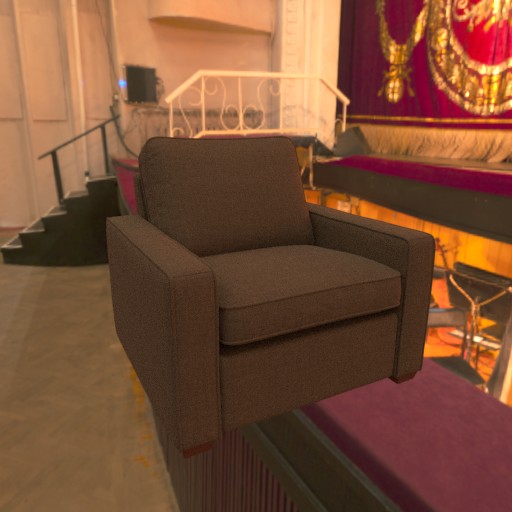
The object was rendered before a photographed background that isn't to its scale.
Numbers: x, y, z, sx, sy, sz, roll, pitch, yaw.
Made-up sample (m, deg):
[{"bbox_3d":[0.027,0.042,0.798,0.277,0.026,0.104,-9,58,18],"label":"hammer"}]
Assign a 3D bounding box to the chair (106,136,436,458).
[{"bbox_3d":[0.000,0.000,1.772,1.017,0.919,0.940,-8,18,-27],"label":"chair"}]
